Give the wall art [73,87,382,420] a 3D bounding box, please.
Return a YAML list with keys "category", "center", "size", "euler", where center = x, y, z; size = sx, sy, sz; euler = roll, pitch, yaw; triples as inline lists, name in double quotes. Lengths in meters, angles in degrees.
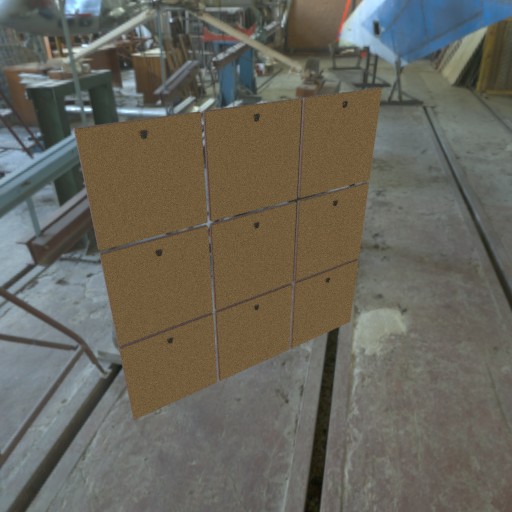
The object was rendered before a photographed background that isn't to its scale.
- category: "wall art"
  center: [0.000, 0.000, 1.848]
  size: [1.221, 1.218, 0.024]
  euler: [-18, 35, -28]
